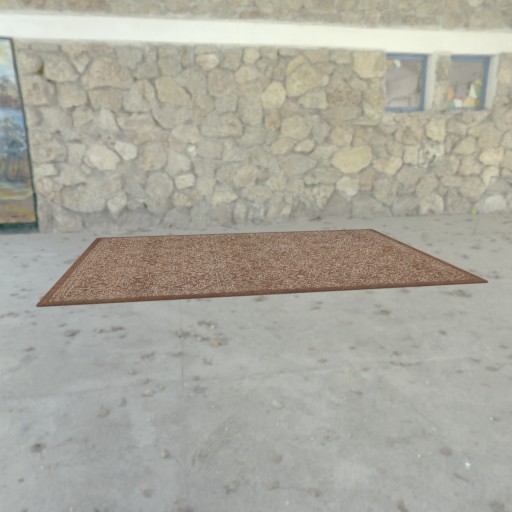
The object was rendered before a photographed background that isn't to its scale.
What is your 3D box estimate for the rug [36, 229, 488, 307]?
[{"bbox_3d":[0.000,0.000,2.340,1.829,0.010,1.219,-2,14,-9],"label":"rug"}]
